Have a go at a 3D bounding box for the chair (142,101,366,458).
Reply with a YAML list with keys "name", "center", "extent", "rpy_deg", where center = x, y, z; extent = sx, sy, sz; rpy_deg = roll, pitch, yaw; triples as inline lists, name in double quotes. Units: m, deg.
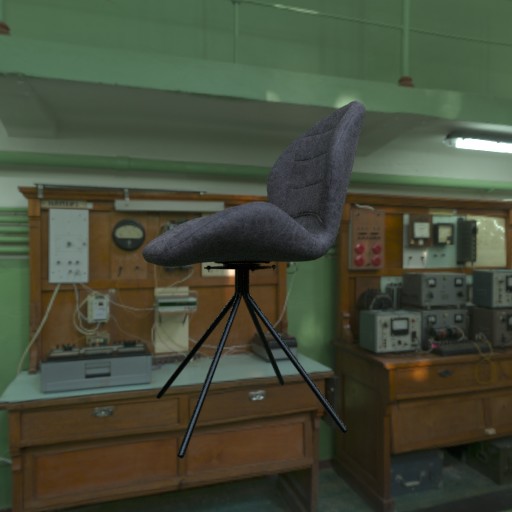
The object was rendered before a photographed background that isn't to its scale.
- name: "chair"
  center: [0.000, 0.000, 1.314]
  extent: [0.640, 0.934, 0.527]
  rpy_deg: [0, 1, -19]
